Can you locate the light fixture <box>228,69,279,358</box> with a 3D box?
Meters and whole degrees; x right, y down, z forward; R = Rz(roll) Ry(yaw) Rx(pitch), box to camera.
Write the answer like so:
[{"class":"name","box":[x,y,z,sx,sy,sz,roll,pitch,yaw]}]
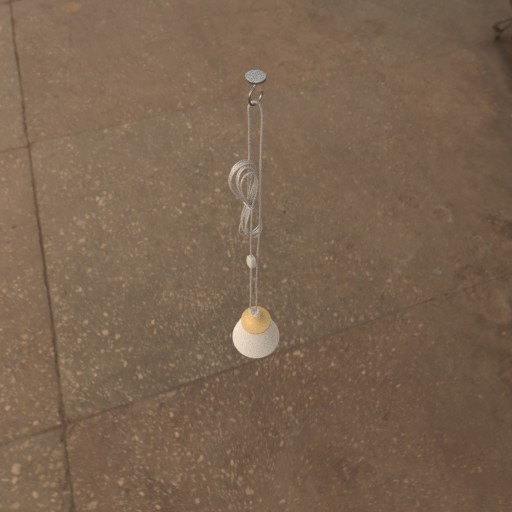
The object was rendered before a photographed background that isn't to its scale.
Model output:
[{"class":"light fixture","box":[0.000,0.000,1.049,0.153,0.966,0.153,-15,58,-9]}]
